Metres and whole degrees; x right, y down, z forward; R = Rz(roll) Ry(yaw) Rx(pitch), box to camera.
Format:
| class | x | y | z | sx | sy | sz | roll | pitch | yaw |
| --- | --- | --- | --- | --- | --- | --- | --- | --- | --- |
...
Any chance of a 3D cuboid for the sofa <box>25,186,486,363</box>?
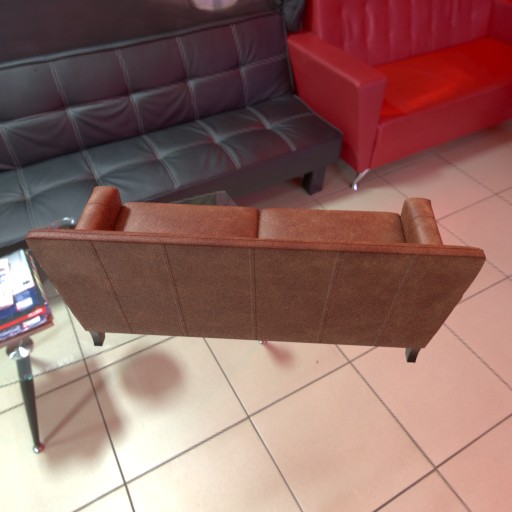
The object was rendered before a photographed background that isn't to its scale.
| class | x | y | z | sx | sy | sz | roll | pitch | yaw |
| --- | --- | --- | --- | --- | --- | --- | --- | --- | --- |
| sofa | 0.000 | 0.000 | 2.543 | 2.053 | 0.947 | 0.805 | 2 | 46 | 2 |
